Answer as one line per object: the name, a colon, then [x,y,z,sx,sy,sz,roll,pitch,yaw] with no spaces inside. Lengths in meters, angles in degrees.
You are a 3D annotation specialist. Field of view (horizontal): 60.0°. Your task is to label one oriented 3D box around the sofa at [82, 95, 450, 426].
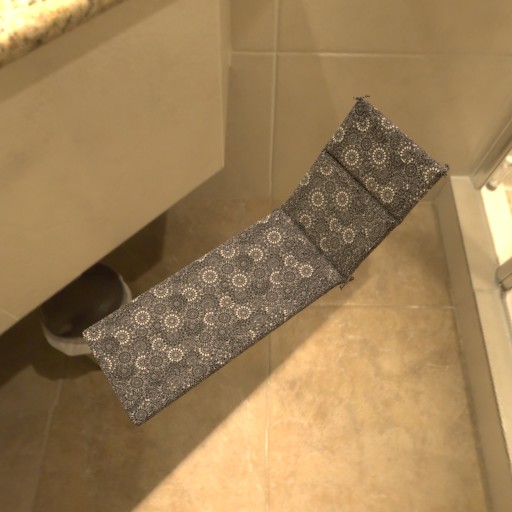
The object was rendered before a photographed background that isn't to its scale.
sofa: [0.000,0.000,1.986,1.663,0.622,0.582,-33,68,-15]
